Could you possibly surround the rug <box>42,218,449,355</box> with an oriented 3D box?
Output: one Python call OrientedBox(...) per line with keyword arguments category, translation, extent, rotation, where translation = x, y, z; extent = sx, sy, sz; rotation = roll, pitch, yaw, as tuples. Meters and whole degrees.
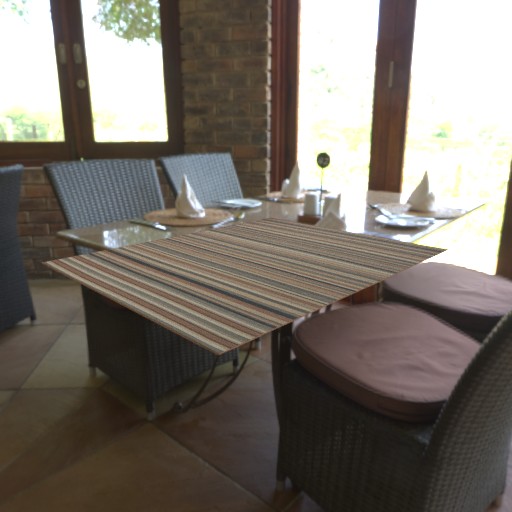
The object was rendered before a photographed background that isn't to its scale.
OrientedBox(category="rug", translation=(0.000, 0.000, 4.209), extent=(2.436, 0.011, 3.045), rotation=(15, 21, 42))
